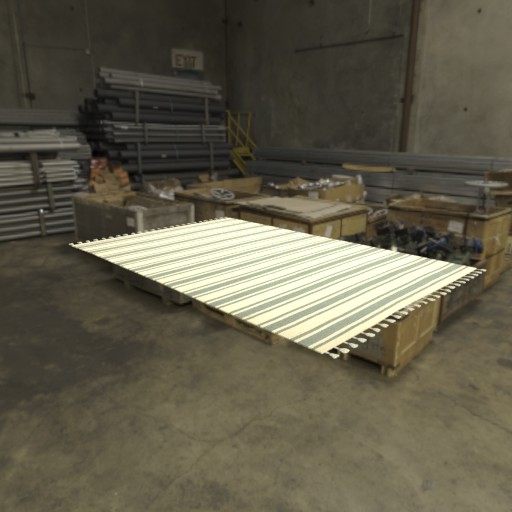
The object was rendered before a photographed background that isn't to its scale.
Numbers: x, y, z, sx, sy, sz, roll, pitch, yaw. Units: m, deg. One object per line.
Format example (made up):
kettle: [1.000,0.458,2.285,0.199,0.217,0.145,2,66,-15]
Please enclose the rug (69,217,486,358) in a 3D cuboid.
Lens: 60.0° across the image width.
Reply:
rug: [0.000,0.000,2.972,1.539,0.011,2.410,-15,22,-42]
